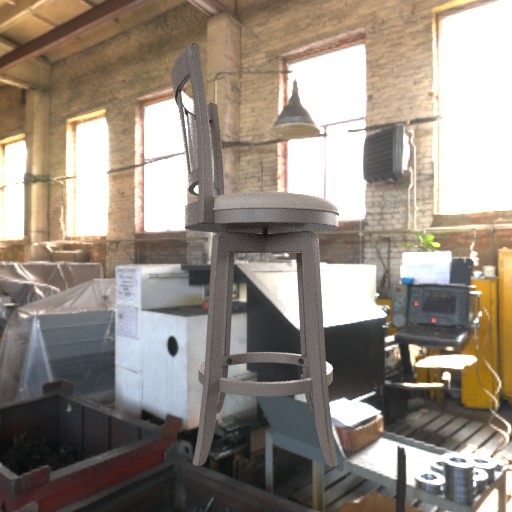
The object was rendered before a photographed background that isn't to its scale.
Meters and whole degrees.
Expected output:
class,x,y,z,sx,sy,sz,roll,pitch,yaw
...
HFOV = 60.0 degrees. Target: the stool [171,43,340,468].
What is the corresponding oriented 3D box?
class,x,y,z,sx,sy,sz,roll,pitch,yaw
stool,0.000,0.000,1.270,0.475,1.023,0.436,0,-1,1
